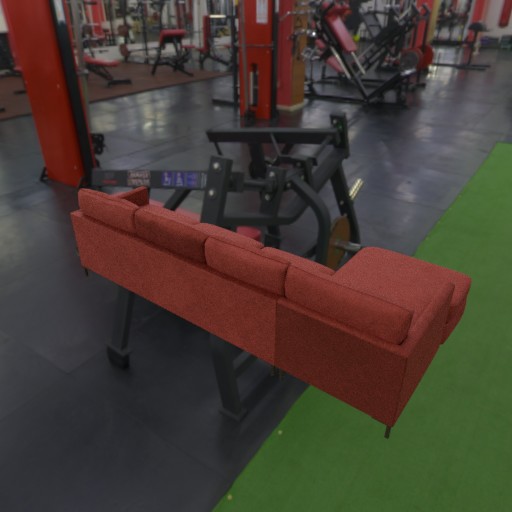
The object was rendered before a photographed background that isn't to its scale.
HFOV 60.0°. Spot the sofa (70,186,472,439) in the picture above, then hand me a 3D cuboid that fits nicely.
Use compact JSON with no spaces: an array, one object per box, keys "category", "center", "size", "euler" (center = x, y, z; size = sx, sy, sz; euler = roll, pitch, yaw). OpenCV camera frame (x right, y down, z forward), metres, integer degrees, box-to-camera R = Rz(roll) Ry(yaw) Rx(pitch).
[{"category":"sofa","center":[0.000,0.000,4.044],"size":[3.400,0.967,1.500],"euler":[21,36,31]}]
